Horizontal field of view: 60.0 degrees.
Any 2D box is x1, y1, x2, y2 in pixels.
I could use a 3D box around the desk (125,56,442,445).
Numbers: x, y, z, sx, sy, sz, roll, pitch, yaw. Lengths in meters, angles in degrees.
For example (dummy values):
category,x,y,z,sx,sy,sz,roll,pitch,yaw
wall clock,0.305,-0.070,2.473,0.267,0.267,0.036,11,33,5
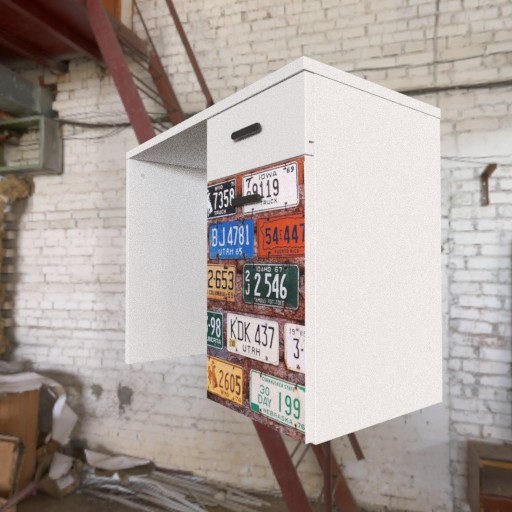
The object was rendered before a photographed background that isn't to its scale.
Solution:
category,x,y,z,sx,sy,sz,roll,pitch,yaw
desk,0.000,0.000,1.317,0.482,0.730,0.898,1,-1,-37
